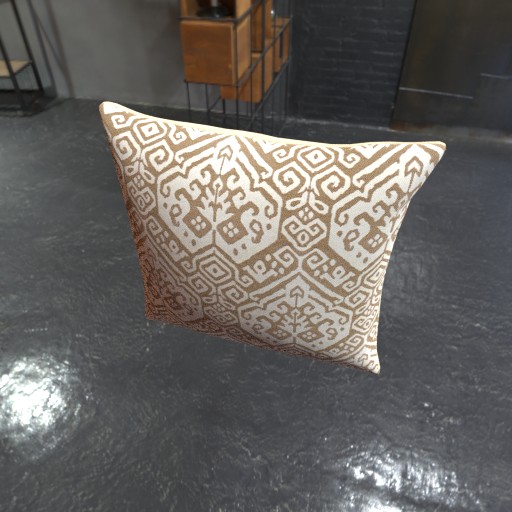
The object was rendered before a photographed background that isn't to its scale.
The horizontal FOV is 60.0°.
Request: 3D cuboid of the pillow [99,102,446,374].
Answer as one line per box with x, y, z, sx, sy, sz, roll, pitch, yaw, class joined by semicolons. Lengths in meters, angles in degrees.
0.000;0.000;0.638;0.419;0.407;0.173;11;42;12;pillow
